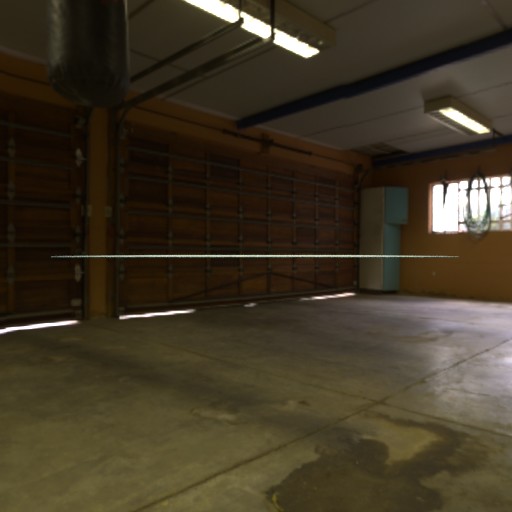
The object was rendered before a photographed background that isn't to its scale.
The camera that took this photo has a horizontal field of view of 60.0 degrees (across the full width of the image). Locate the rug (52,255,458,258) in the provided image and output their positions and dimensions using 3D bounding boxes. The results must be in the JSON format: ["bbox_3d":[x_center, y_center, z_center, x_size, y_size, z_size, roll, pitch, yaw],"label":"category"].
[{"bbox_3d":[0.000,0.000,4.237,2.443,0.007,3.200,0,0,0],"label":"rug"}]
